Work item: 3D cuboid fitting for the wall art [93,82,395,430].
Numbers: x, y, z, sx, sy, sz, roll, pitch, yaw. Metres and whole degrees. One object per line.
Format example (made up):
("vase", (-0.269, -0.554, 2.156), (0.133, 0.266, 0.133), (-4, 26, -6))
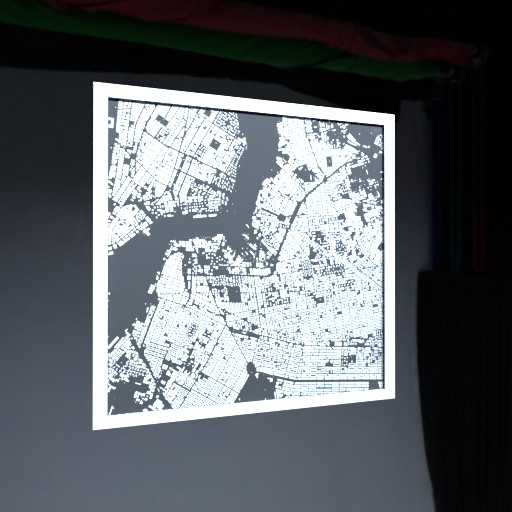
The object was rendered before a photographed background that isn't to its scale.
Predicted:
("wall art", (0.000, 0.000, 0.736), (0.506, 0.506, 0.038), (0, 0, -17))
